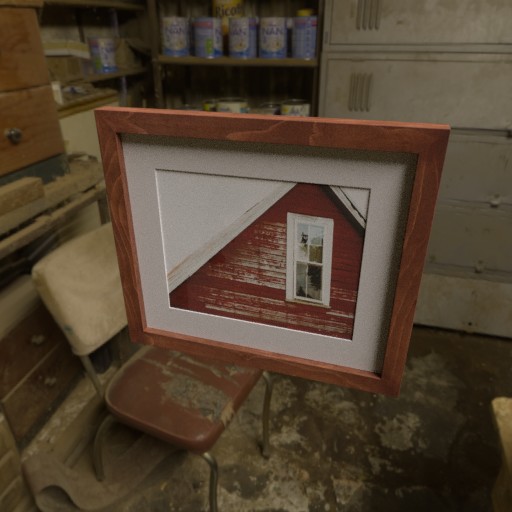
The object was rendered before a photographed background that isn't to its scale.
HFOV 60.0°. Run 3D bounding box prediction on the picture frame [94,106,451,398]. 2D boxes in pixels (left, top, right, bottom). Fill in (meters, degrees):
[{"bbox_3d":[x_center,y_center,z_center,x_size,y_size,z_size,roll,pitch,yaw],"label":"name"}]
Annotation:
[{"bbox_3d":[0.000,0.000,0.541,0.381,0.330,0.025,8,28,15],"label":"picture frame"}]
